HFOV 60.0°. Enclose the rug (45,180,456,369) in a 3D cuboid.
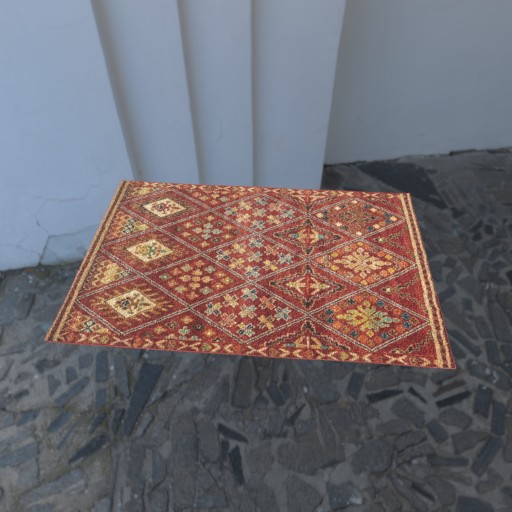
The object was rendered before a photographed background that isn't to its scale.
[{"bbox_3d":[0.000,0.000,2.967,2.286,0.026,1.521,3,46,3],"label":"rug"}]
